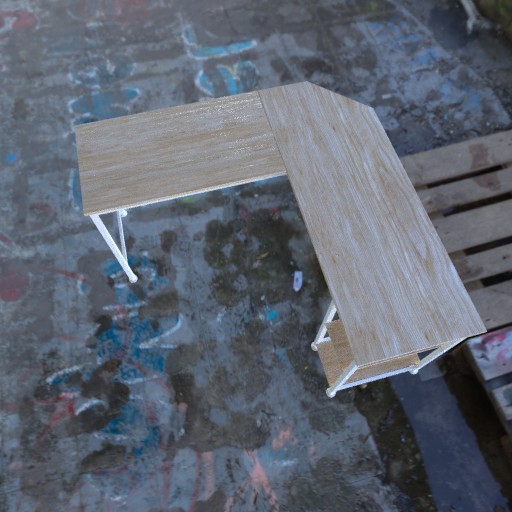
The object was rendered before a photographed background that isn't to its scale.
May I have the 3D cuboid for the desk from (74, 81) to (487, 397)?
[{"bbox_3d":[0.000,0.000,2.166,1.379,0.739,1.379,-13,64,-7],"label":"desk"}]
